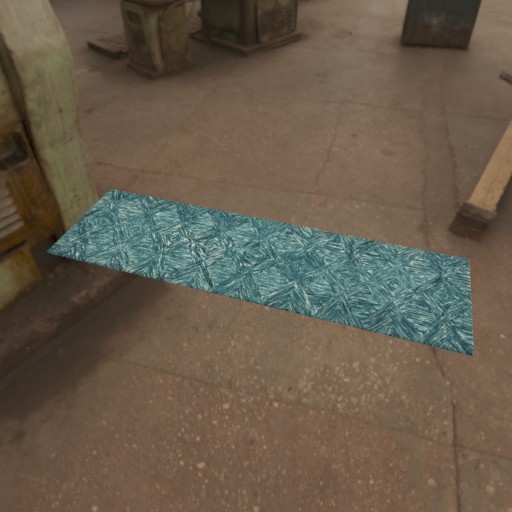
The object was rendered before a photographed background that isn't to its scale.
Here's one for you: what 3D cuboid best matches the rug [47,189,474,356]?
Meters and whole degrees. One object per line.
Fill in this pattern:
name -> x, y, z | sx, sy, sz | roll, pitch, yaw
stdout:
rug -> 0.000, 0.000, 2.501 | 2.286, 0.016, 0.676 | 12, 43, 13
